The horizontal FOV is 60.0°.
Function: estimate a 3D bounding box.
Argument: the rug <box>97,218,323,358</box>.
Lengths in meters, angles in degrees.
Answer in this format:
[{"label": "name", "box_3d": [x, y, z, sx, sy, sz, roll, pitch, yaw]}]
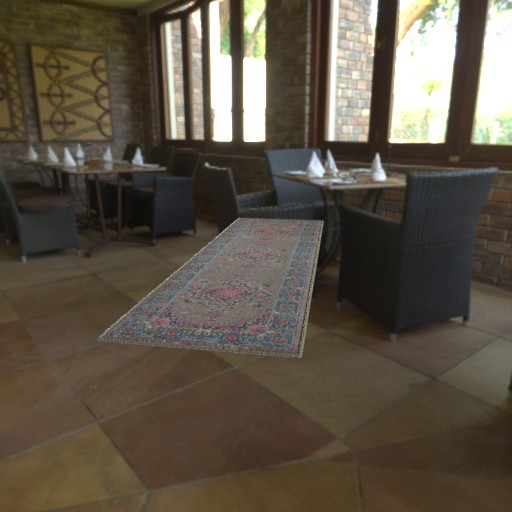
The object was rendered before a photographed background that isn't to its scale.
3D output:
[{"label": "rug", "box_3d": [0.000, 0.000, 2.009, 0.553, 0.012, 1.827, 3, 16, 10]}]
